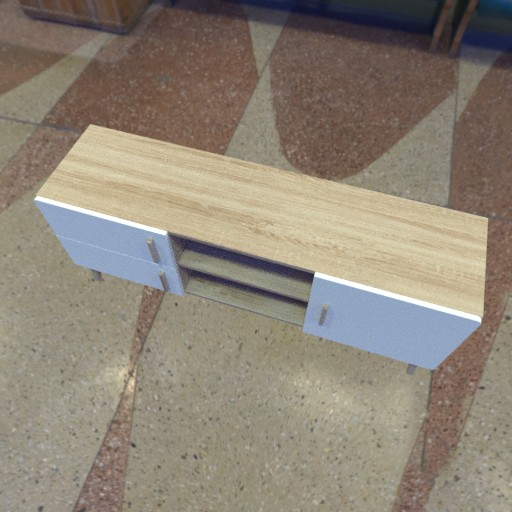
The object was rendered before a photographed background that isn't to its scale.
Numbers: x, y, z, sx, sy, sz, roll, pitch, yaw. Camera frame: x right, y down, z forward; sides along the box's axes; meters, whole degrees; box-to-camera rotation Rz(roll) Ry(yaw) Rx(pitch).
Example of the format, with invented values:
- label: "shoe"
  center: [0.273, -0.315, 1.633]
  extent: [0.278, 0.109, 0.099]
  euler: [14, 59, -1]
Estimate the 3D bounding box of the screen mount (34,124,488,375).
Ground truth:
- label: "screen mount"
  center: [0.000, 0.000, 1.741]
  extent: [1.500, 0.570, 0.420]
  euler: [15, 59, 10]
